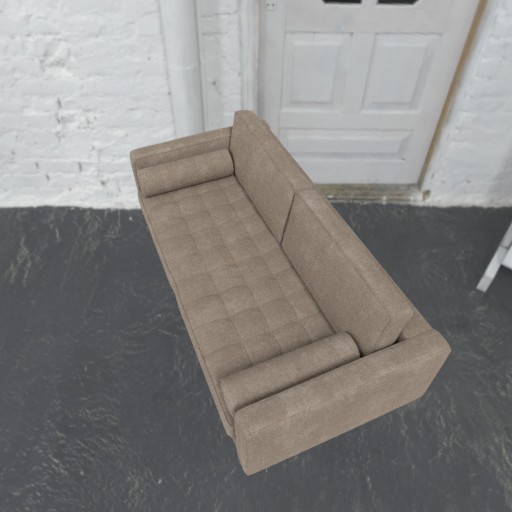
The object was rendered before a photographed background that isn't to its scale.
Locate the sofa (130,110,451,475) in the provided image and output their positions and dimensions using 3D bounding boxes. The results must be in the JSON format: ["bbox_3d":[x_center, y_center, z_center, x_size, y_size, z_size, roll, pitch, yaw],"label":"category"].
[{"bbox_3d":[0.000,0.000,2.328,0.920,0.769,1.883,-18,50,-15],"label":"sofa"}]
